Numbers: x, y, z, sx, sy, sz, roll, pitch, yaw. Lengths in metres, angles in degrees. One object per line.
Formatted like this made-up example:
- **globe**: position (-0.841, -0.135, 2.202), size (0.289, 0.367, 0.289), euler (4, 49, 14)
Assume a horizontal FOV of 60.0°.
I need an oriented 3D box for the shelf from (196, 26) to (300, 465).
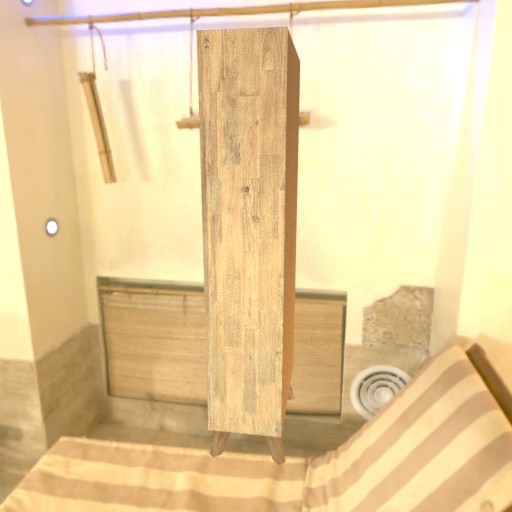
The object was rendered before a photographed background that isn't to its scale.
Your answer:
- **shelf**: position (0.000, 0.000, 1.551), size (0.267, 1.342, 0.491), euler (2, 14, 9)
